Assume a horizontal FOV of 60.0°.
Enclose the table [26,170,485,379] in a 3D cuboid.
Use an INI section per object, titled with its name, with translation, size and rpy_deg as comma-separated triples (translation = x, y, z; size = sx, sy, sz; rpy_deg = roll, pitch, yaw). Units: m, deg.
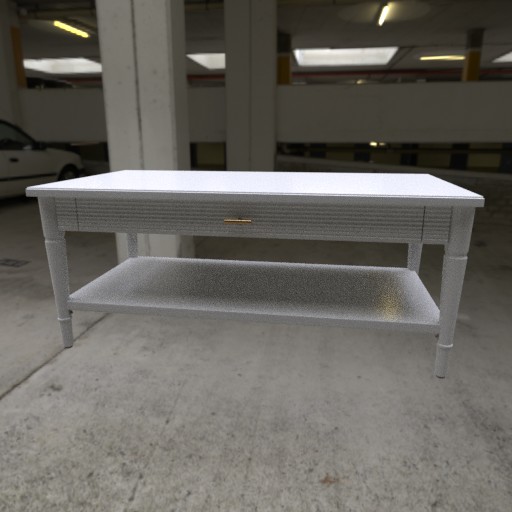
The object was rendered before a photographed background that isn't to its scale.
[table]
translation = 0.000, 0.000, 1.341
size = 1.067, 0.457, 0.559
rpy_deg = 2, 16, 9
